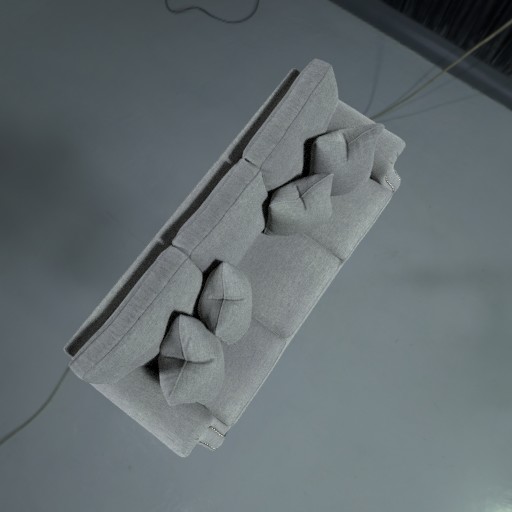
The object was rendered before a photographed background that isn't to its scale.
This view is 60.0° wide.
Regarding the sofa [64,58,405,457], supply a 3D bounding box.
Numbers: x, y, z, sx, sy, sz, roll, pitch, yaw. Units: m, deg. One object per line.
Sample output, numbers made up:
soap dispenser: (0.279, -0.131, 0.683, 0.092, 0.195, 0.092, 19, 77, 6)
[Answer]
sofa: (0.000, 0.000, 2.740, 0.965, 0.975, 2.312, 35, 78, 9)
